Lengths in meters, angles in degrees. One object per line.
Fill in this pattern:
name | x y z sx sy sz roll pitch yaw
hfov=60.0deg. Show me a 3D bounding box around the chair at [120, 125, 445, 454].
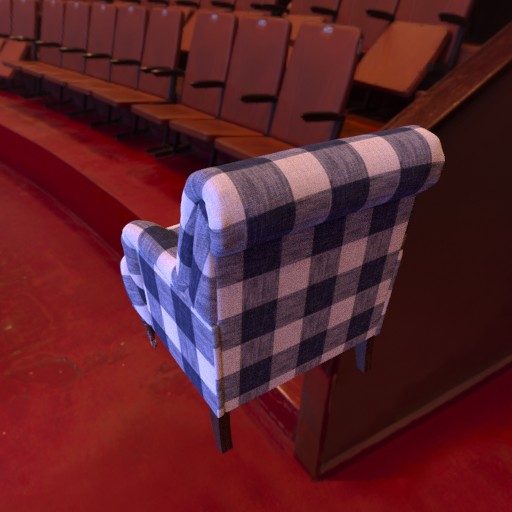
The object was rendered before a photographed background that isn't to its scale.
chair | 0.000 0.000 1.570 0.781 0.953 0.848 -19 35 -29
